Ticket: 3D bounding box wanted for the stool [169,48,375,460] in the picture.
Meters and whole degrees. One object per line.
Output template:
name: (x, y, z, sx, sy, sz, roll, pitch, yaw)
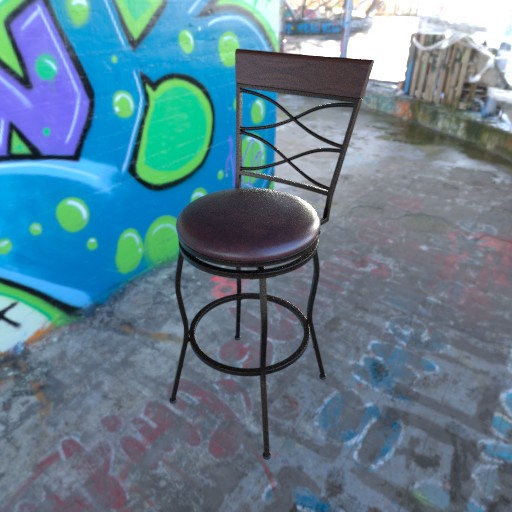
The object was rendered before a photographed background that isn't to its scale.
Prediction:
stool: (0.000, 0.000, 1.406, 0.448, 1.130, 0.513, 19, 36, 28)
